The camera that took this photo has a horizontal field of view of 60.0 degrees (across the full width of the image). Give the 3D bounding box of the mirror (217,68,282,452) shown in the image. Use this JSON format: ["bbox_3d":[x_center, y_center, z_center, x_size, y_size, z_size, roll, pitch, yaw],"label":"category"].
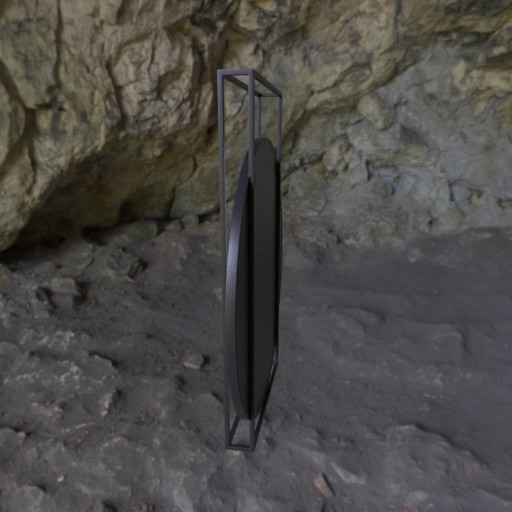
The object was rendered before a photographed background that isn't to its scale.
[{"bbox_3d":[0.000,0.000,0.826,0.051,0.603,0.508,3,15,10],"label":"mirror"}]
